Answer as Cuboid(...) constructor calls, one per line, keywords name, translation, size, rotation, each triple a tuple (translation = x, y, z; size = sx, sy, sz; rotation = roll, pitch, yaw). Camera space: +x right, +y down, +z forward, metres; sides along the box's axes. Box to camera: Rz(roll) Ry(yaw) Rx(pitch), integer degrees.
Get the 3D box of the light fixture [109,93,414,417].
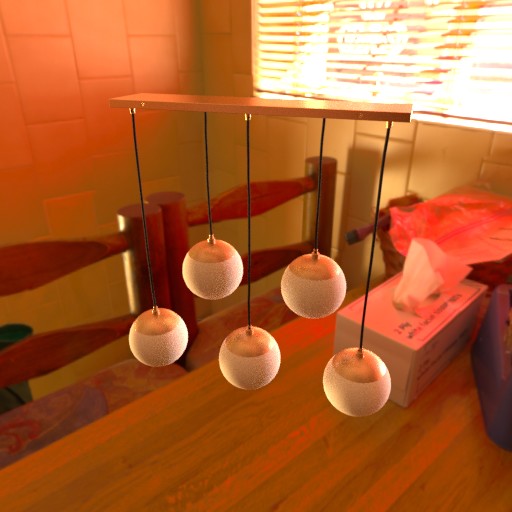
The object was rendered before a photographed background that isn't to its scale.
Cuboid(name="light fixture", translation=(0.000, 0.000, 1.311), size=(0.863, 0.869, 0.299), rotation=(9, 27, 17))
